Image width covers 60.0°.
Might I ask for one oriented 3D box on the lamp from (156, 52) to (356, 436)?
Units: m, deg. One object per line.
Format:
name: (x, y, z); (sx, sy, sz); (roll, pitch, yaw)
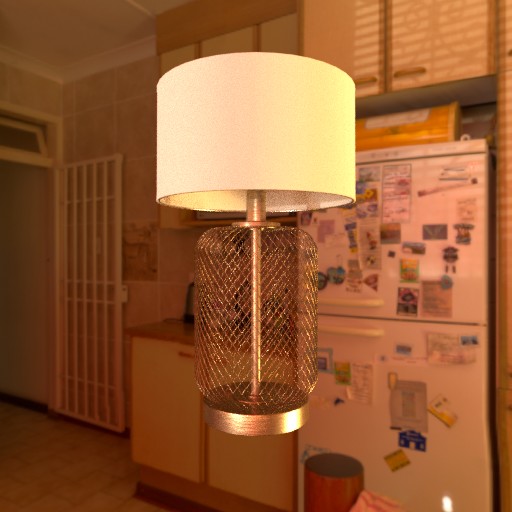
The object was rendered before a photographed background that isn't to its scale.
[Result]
lamp: (0.000, 0.000, 0.805); (0.353, 0.578, 0.353); (0, 0, 0)
